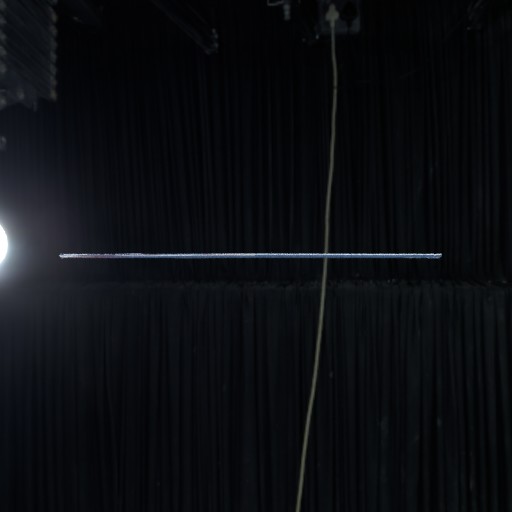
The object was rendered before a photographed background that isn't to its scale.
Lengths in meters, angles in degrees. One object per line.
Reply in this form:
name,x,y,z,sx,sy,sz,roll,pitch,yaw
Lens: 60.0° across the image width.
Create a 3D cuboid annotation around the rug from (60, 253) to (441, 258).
rug,0.000,0.000,2.228,1.159,0.025,1.793,0,0,2
